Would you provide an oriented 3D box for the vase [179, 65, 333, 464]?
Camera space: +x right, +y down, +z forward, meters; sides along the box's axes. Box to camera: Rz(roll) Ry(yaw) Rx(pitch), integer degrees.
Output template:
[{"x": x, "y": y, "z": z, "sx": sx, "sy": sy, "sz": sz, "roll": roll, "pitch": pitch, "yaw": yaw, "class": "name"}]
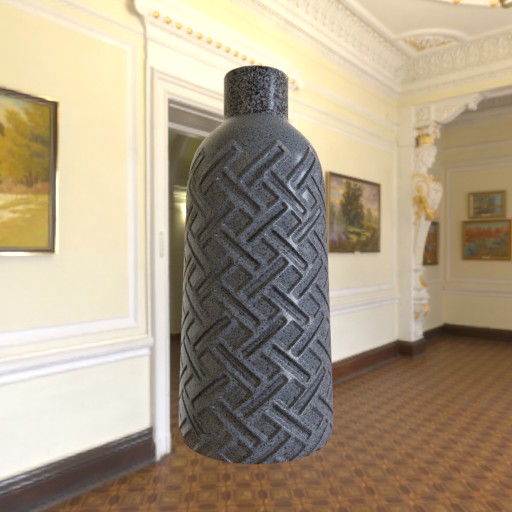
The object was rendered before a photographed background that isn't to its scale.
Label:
[{"x": 0.000, "y": 0.000, "z": 0.353, "sx": 0.122, "sy": 0.282, "sz": 0.122, "roll": 0, "pitch": 0, "yaw": 0, "class": "vase"}]
